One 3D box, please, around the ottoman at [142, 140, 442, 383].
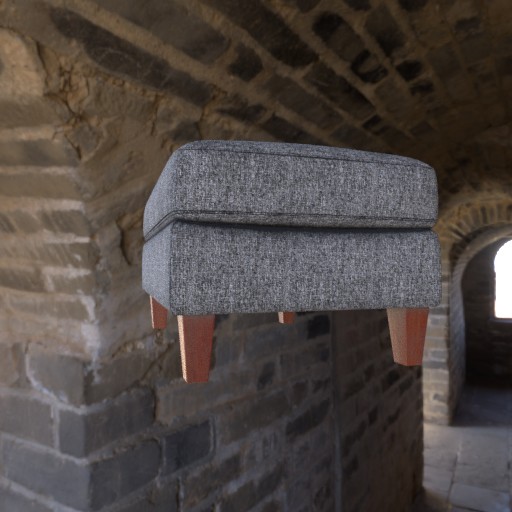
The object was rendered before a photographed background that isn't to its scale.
[{"bbox_3d":[0.000,0.000,1.253,0.584,0.483,0.864,0,-1,-18],"label":"ottoman"}]
